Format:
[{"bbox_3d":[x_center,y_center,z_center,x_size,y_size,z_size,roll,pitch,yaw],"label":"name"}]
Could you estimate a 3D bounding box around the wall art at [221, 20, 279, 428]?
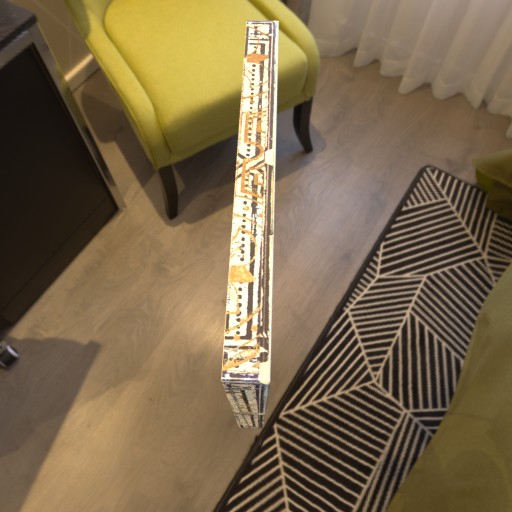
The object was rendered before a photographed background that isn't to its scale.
[{"bbox_3d":[0.000,0.000,0.610,0.038,0.410,0.411,2,64,1],"label":"wall art"}]
